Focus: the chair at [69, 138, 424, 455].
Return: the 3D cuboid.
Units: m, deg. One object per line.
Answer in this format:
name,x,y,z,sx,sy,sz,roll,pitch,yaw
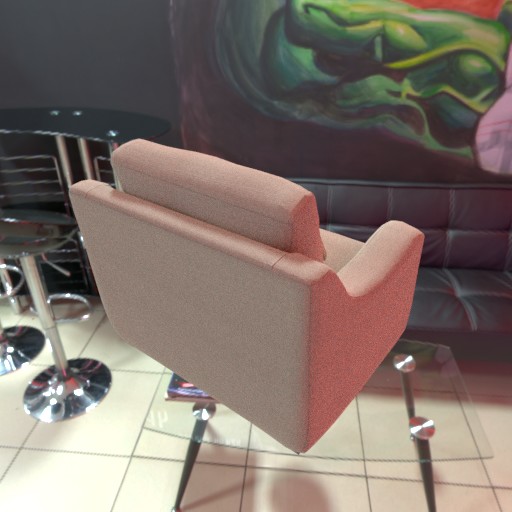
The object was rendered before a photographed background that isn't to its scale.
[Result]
chair,0.000,0.000,1.971,1.178,1.016,1.009,21,36,32
